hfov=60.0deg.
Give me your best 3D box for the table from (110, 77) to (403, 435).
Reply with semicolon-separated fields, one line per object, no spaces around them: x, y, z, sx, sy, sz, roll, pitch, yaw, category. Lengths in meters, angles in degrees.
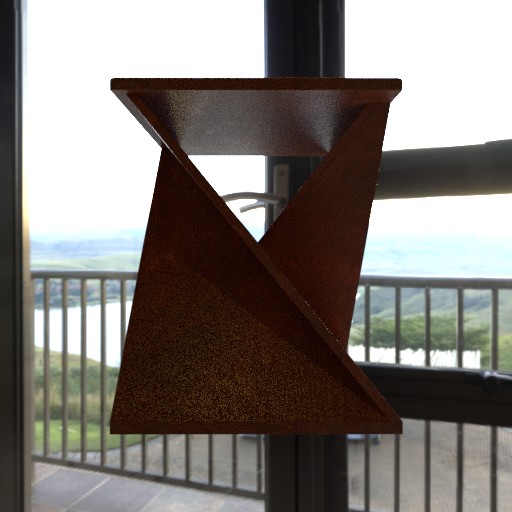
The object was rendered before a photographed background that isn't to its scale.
0.000;0.000;0.859;0.427;0.520;0.427;0;0;0;table
